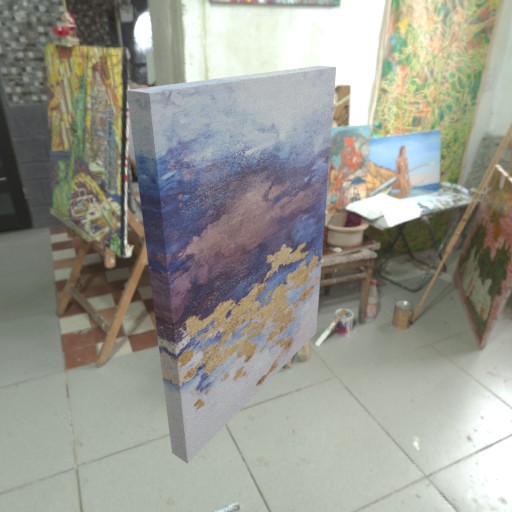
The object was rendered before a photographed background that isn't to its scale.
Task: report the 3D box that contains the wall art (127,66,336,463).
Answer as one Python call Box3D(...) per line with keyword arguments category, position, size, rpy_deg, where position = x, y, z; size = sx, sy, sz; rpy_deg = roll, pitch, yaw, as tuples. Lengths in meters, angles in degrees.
Box3D(category="wall art", position=(0.000, 0.000, 0.767), size=(0.036, 0.581, 0.437), rpy_deg=(18, 32, 31))
